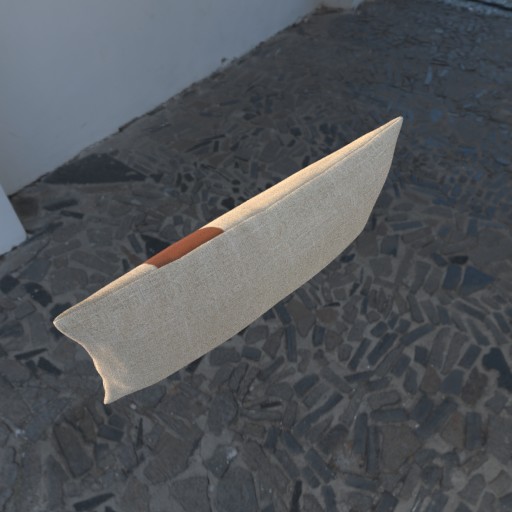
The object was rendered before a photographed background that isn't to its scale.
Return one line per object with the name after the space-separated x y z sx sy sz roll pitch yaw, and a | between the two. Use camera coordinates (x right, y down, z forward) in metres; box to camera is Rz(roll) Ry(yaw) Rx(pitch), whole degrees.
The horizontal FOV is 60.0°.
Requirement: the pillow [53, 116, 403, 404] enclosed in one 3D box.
0.000 0.000 0.716 0.612 0.282 0.155 -33 56 -27 | pillow
